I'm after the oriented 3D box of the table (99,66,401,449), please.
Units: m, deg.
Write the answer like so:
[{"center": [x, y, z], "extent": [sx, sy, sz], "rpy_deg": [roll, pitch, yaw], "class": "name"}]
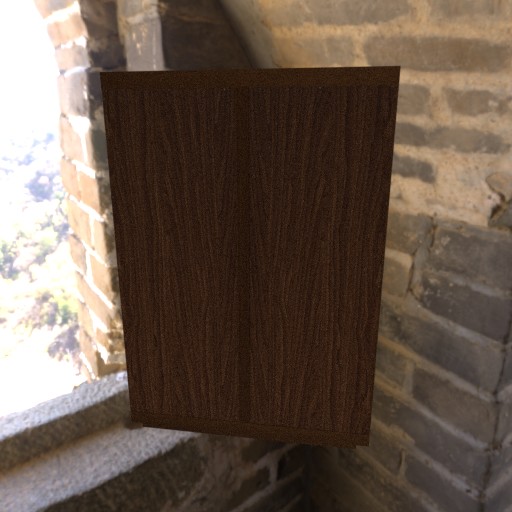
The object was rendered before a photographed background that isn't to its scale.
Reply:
[{"center": [0.000, 0.000, 1.732], "extent": [0.901, 1.294, 0.524], "rpy_deg": [2, 16, 9], "class": "table"}]
